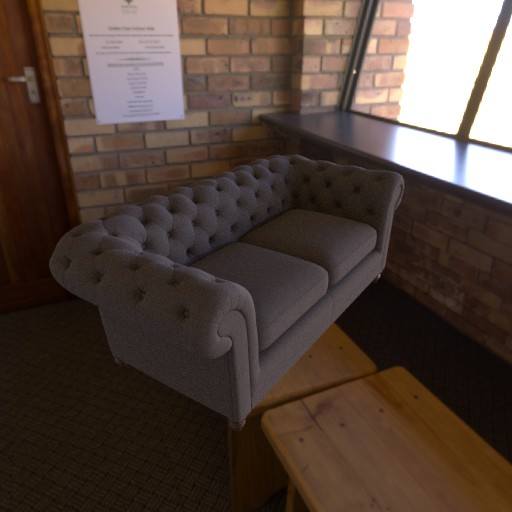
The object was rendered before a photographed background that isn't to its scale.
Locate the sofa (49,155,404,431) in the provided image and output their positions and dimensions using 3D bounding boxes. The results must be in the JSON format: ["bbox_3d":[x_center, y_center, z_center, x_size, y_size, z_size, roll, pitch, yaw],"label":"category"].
[{"bbox_3d":[0.000,0.000,2.493,0.986,0.764,1.998,17,31,31],"label":"sofa"}]
